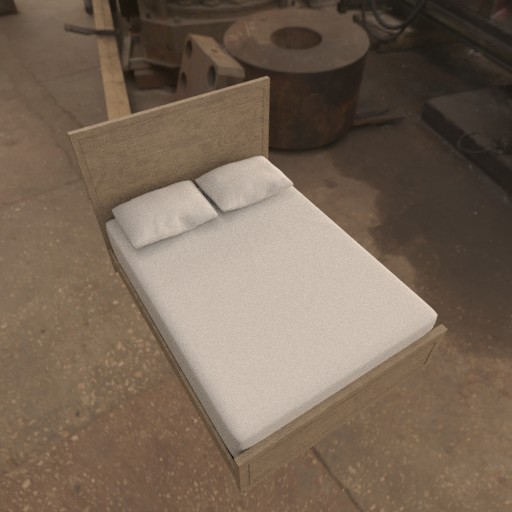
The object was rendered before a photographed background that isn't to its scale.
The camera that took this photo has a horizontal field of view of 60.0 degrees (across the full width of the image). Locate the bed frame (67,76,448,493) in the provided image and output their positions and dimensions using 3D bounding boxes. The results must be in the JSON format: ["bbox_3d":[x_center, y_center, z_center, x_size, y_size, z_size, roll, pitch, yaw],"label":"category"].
[{"bbox_3d":[0.000,0.000,3.123,1.606,1.369,2.189,-25,51,-22],"label":"bed frame"}]
